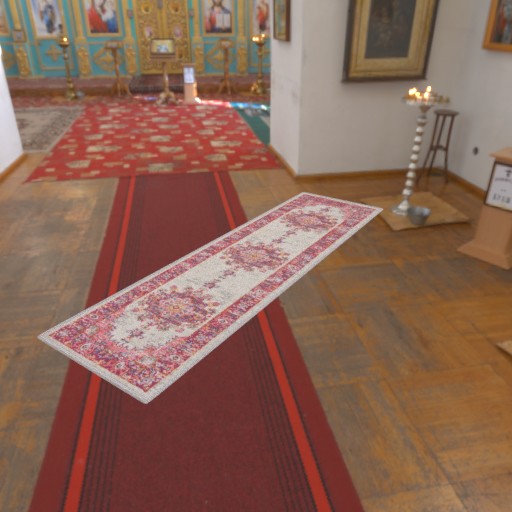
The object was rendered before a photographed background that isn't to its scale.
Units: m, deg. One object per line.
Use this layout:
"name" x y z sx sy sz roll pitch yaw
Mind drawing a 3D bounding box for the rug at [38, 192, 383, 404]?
"rug" 0.000 0.000 2.540 0.666 0.011 2.294 17 32 30
